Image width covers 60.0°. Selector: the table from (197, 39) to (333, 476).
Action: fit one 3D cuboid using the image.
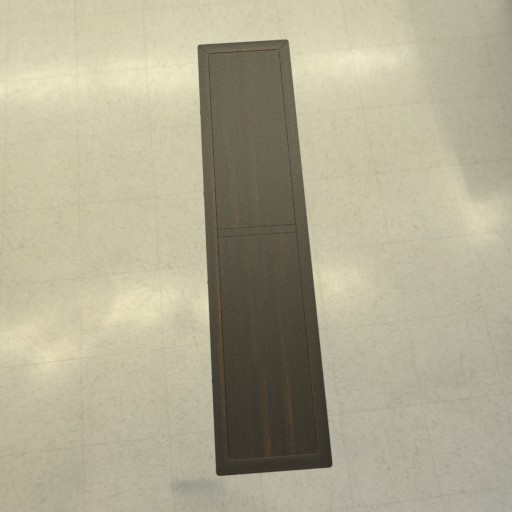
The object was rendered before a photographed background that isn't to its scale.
[{"bbox_3d":[0.000,0.000,1.995,0.384,0.762,1.631,-4,76,-1],"label":"table"}]
